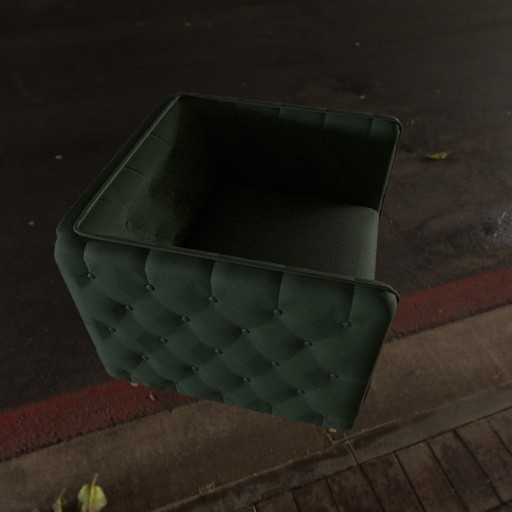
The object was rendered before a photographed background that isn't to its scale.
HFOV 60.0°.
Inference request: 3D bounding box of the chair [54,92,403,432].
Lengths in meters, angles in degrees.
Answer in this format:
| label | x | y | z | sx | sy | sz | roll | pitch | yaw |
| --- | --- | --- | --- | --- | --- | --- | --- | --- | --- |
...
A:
| label | x | y | z | sx | sy | sz | roll | pitch | yaw |
| --- | --- | --- | --- | --- | --- | --- | --- | --- | --- |
| chair | 0.000 | 0.000 | 1.560 | 0.855 | 0.768 | 0.917 | 10 | 46 | 9 |
